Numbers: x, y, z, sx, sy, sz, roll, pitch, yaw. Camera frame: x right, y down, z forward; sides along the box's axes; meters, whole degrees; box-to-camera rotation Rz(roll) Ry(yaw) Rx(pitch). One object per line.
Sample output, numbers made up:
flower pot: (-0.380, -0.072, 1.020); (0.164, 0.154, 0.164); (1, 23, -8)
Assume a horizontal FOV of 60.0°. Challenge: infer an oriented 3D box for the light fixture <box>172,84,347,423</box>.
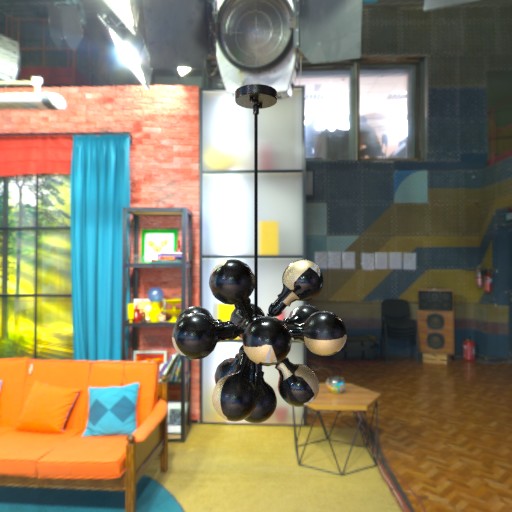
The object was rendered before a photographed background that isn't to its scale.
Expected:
light fixture: (0.000, 0.000, 1.154); (0.468, 0.859, 0.420); (1, -2, -38)
